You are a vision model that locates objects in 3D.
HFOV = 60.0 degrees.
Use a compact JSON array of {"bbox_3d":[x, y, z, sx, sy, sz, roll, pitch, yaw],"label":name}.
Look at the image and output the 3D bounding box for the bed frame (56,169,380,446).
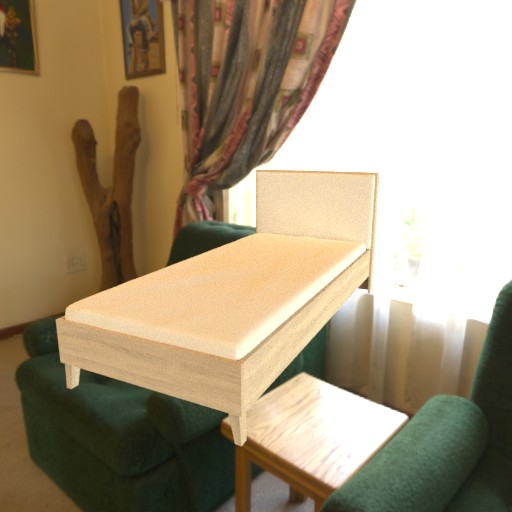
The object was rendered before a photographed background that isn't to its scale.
[{"bbox_3d":[0.000,0.000,2.697,0.990,0.920,2.140,7,16,26],"label":"bed frame"}]
